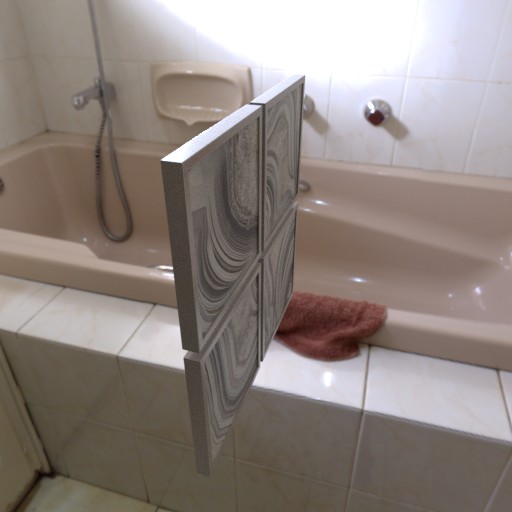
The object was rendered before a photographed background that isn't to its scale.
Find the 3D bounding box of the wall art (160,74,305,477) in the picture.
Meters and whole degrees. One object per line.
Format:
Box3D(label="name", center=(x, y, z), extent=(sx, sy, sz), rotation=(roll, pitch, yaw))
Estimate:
Box3D(label="wall art", center=(0.000, 0.000, 0.919), extent=(0.029, 0.611, 0.611), rotation=(10, 33, 16))
